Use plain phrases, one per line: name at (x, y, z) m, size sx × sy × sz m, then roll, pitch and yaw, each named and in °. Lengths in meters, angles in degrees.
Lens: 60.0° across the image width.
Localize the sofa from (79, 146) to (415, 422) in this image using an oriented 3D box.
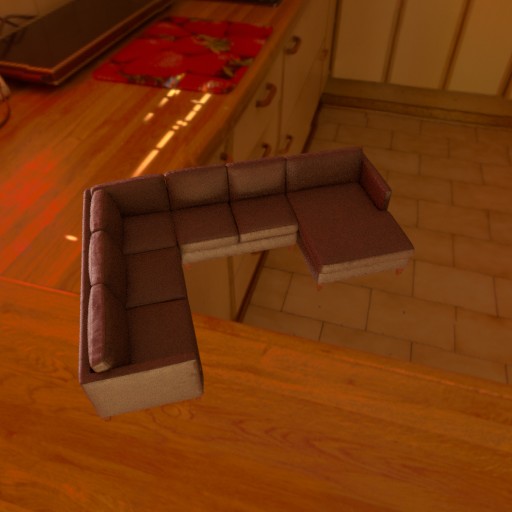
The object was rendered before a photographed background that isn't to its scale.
sofa at (0.000, 0.000, 4.720) m, size 3.460 × 0.923 × 2.593 m, roll -10°, pitch 47°, yaw -10°
